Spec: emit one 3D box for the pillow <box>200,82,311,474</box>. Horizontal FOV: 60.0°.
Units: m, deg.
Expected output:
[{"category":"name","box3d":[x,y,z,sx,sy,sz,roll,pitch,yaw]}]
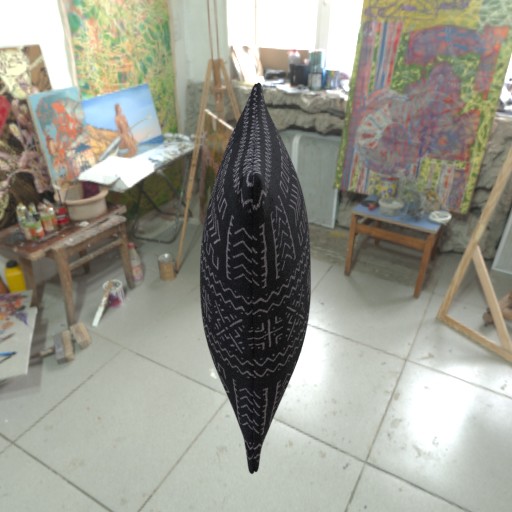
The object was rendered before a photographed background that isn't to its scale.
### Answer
[{"category":"pillow","box3d":[0.000,0.000,0.672,0.164,0.430,0.438,0,32,0]}]
